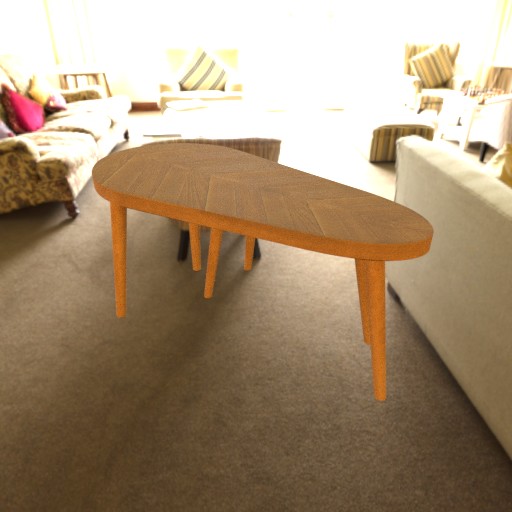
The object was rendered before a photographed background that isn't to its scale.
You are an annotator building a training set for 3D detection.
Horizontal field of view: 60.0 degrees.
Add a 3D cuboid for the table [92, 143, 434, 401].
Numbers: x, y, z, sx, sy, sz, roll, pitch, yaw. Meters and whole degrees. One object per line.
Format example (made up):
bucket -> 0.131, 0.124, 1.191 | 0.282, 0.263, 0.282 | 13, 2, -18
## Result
table -> 0.000, 0.000, 1.598 | 1.190, 0.595, 0.701 | 20, 36, 31
